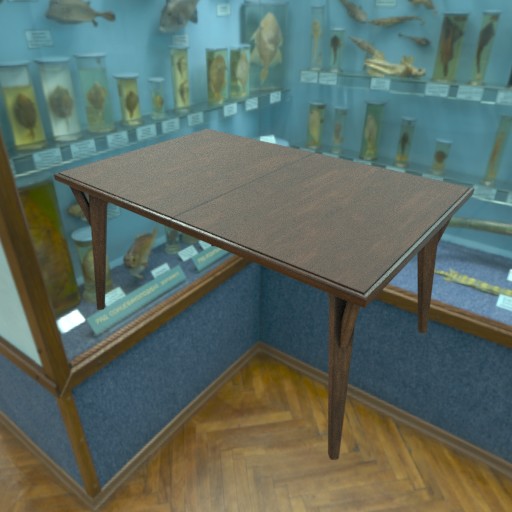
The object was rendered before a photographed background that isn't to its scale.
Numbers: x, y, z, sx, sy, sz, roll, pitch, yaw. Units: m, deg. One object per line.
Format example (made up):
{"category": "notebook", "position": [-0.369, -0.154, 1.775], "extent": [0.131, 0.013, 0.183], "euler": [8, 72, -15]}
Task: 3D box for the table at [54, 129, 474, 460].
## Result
{"category": "table", "position": [0.000, 0.000, 2.097], "extent": [1.524, 0.761, 0.990], "euler": [22, 37, 32]}
